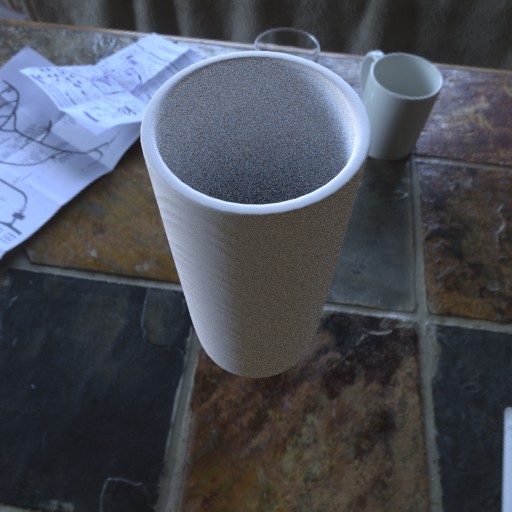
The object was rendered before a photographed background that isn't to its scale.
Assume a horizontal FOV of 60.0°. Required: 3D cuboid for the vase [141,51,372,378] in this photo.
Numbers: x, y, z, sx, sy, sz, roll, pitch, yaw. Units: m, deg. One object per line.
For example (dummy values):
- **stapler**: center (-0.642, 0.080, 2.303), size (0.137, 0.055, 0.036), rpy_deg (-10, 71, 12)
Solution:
- **vase**: center (0.000, 0.000, 0.400), size (0.143, 0.316, 0.143), rpy_deg (0, 59, 0)
